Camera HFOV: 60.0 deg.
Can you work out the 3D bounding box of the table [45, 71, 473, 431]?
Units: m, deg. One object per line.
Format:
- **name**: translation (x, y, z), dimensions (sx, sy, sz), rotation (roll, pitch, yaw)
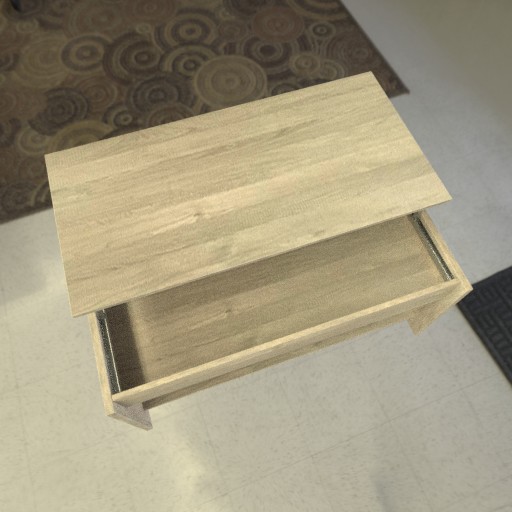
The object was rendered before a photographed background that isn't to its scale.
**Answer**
- **table**: translation (0.000, 0.000, 1.412), dimensions (1.000, 0.570, 0.712), rotation (-17, 65, -8)
